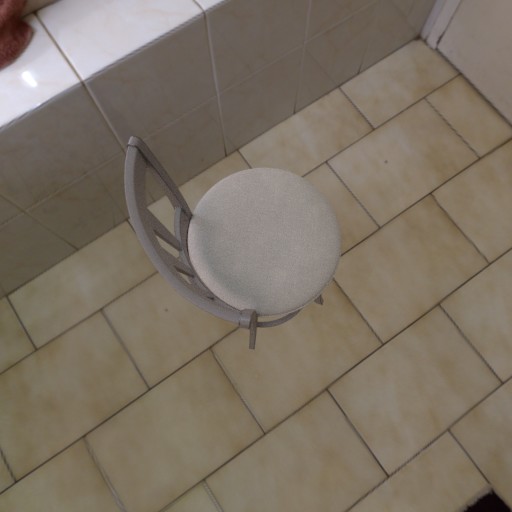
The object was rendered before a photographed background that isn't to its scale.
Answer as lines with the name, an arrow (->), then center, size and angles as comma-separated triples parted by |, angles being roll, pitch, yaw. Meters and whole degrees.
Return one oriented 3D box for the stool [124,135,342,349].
stool -> 0.000, 0.000, 1.315 | 0.475, 1.023, 0.436 | -32, 77, -8
